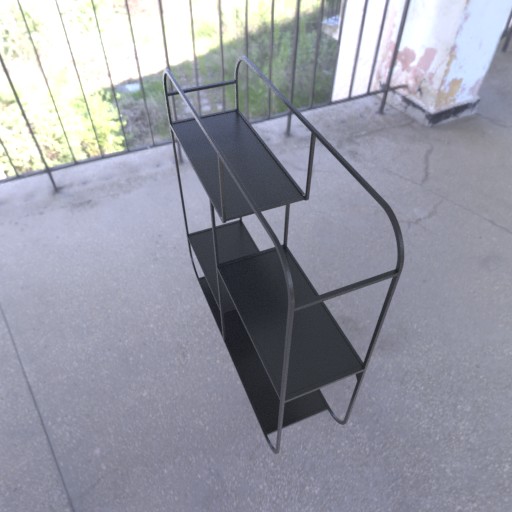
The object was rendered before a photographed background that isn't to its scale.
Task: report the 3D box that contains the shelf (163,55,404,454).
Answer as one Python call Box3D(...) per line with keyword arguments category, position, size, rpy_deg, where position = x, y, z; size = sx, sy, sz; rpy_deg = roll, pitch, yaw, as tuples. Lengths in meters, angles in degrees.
Box3D(category="shelf", position=(0.000, 0.000, 0.911), size=(0.160, 0.600, 0.600), rpy_deg=(-17, 49, -15))
